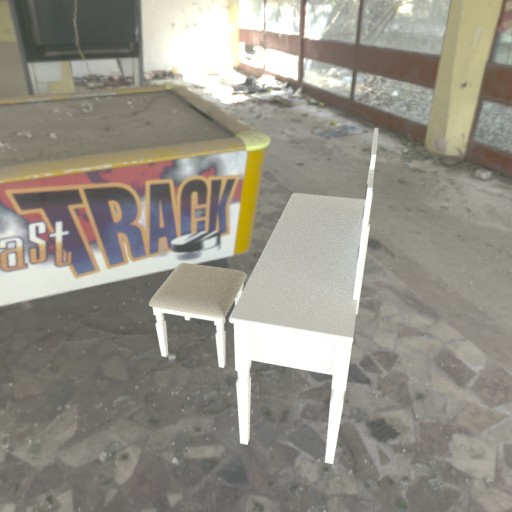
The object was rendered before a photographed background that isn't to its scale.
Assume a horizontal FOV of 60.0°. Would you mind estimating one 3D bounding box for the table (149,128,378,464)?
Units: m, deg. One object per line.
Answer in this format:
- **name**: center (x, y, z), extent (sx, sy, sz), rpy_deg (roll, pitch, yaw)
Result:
- **table**: center (0.000, 0.000, 2.361), extent (1.115, 1.310, 1.369), rpy_deg (7, 31, 13)
